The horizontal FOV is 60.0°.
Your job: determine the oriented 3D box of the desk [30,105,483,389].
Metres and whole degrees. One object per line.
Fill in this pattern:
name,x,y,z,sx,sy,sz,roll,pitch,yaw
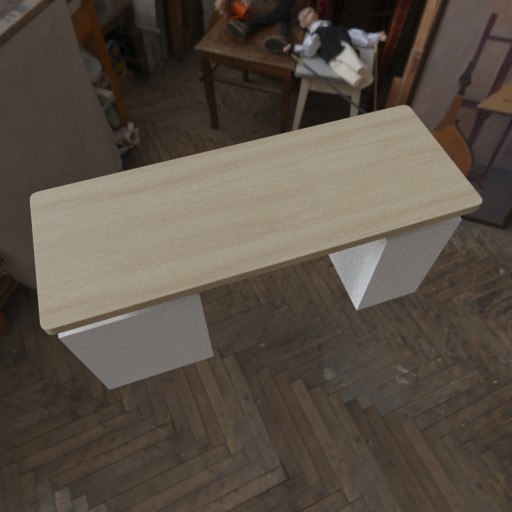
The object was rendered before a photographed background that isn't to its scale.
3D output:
desk,0.000,0.000,1.869,1.500,0.755,0.550,-16,59,-10
